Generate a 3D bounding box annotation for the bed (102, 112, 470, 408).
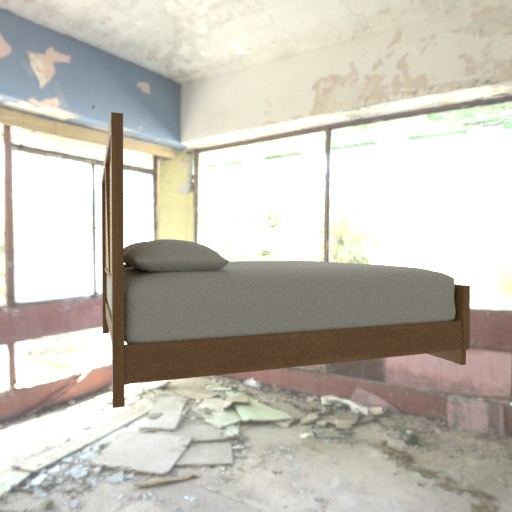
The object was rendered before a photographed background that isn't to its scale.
[{"bbox_3d":[0.000,0.000,3.396,2.184,1.387,2.003,0,1,-20],"label":"bed"}]
